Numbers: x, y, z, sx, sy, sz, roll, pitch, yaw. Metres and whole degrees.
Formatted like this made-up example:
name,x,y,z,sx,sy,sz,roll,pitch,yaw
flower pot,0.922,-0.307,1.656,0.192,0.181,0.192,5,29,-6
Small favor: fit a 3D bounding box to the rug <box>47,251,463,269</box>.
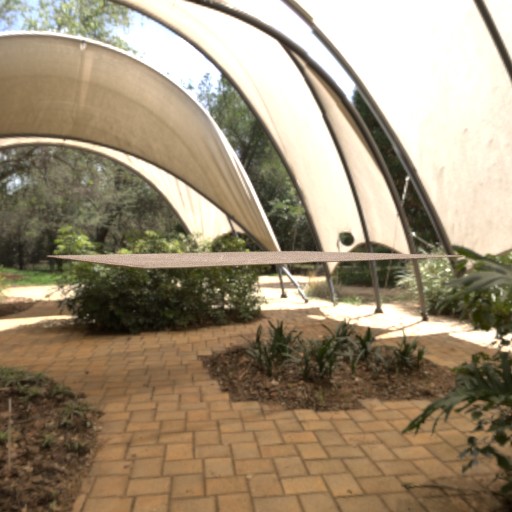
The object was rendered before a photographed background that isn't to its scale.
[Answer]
name,x,y,z,sx,sy,sz,roll,pitch,yaw
rug,0.000,0.000,4.403,3.357,0.019,2.449,-1,2,-37
